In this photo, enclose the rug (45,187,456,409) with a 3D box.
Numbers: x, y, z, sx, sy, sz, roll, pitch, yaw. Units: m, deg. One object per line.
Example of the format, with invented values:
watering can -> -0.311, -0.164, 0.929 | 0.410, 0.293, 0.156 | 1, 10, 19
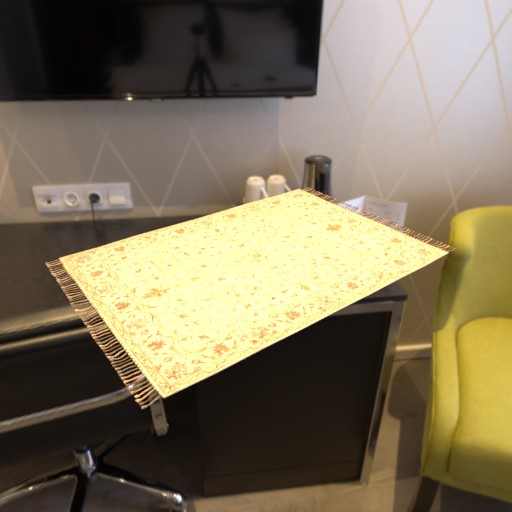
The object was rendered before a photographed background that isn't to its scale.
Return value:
rug -> 0.000, 0.000, 2.372 | 1.861, 0.017, 1.218 | -20, 35, -32
